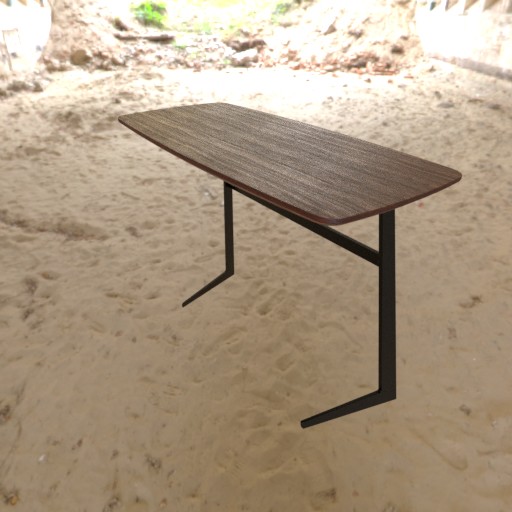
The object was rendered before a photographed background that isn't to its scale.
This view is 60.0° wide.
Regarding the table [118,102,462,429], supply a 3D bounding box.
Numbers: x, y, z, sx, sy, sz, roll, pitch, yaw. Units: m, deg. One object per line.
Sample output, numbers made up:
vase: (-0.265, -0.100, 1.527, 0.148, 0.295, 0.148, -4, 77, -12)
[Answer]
table: (0.000, 0.000, 1.090, 0.361, 0.576, 0.804, -20, 35, -31)
